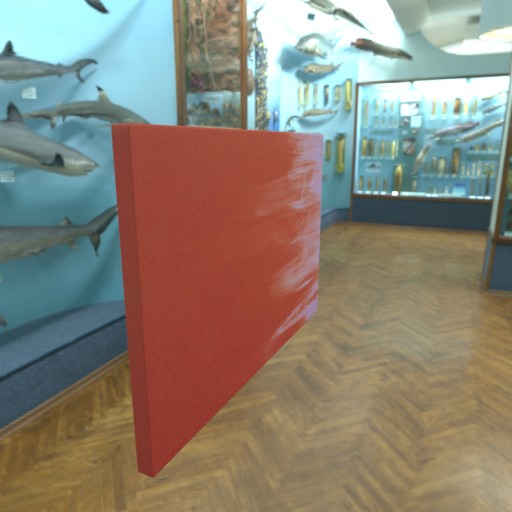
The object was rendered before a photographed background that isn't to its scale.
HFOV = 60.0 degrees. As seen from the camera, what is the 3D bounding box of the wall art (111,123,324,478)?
[{"bbox_3d":[0.000,0.000,1.119,0.040,0.609,0.913,7,16,25],"label":"wall art"}]
